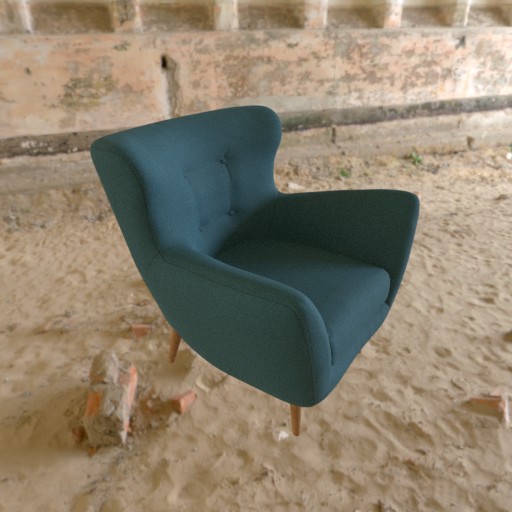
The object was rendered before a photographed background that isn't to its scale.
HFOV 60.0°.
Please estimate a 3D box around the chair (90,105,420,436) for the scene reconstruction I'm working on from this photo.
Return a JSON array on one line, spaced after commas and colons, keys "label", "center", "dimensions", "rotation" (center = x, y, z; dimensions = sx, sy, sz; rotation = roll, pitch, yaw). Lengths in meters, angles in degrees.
[{"label": "chair", "center": [0.000, 0.000, 1.578], "dimensions": [0.889, 0.889, 0.890], "rotation": [18, 33, 30]}]
